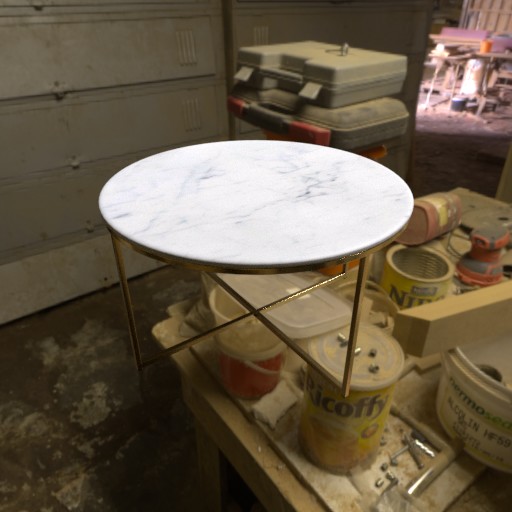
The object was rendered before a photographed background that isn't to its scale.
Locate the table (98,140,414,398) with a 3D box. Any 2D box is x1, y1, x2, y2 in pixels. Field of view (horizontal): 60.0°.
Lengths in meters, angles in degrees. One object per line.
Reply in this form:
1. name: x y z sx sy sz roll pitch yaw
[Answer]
1. table: 0.000 0.000 1.288 0.800 0.450 0.800 0 31 0
